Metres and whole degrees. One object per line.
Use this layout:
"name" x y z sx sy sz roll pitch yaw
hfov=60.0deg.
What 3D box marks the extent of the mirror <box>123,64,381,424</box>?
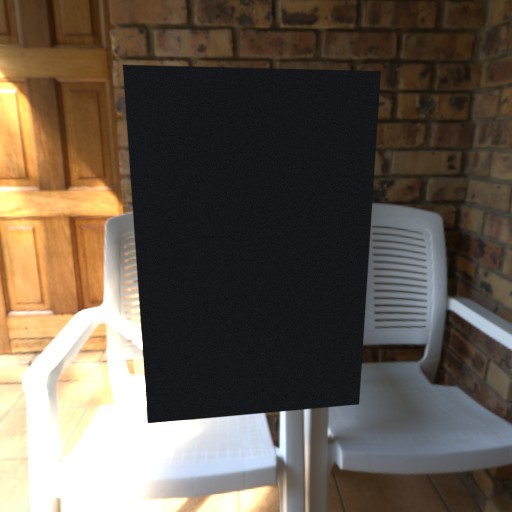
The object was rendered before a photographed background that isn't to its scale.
"mirror" 0.000 0.000 1.163 0.606 0.912 0.044 -2 15 -8
